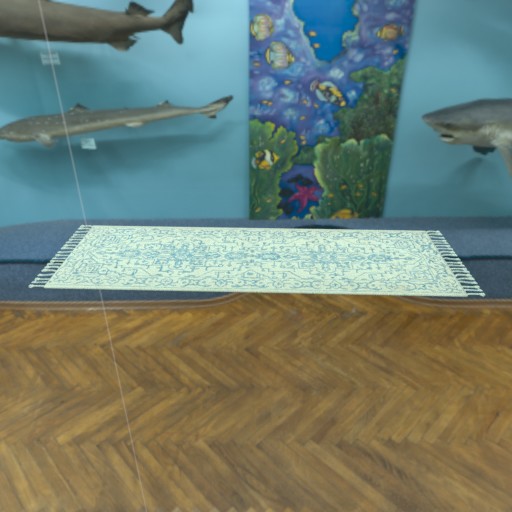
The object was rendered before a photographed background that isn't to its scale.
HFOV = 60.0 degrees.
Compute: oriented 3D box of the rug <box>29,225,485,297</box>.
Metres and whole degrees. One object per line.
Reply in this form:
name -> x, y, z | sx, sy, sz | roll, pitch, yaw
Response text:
rug -> 0.000, 0.000, 2.692 | 2.449, 0.011, 0.774 | 1, 30, 2
